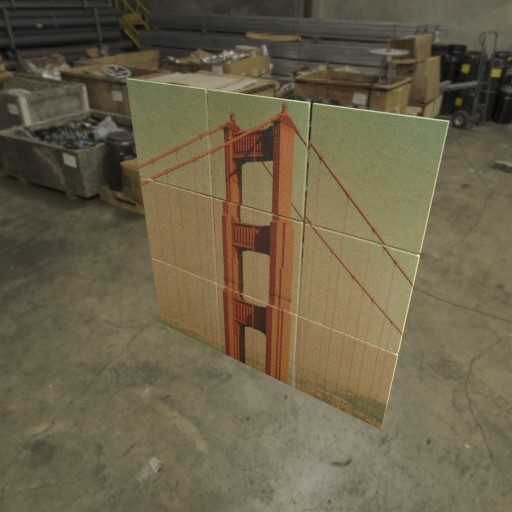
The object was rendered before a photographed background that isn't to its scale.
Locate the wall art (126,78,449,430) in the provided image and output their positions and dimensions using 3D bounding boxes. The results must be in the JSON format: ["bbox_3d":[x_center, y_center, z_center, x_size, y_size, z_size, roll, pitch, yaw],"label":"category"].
[{"bbox_3d":[0.000,0.000,1.761,1.214,1.219,0.013,19,35,28],"label":"wall art"}]
